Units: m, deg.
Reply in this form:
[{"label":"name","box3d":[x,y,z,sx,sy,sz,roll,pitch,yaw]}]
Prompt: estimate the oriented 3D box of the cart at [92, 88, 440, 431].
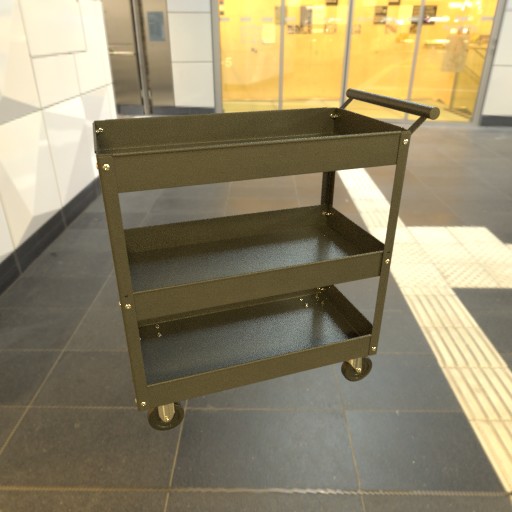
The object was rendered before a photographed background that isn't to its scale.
[{"label":"cart","box3d":[0.000,0.000,1.183,0.719,0.780,0.366,-9,28,-17]}]
